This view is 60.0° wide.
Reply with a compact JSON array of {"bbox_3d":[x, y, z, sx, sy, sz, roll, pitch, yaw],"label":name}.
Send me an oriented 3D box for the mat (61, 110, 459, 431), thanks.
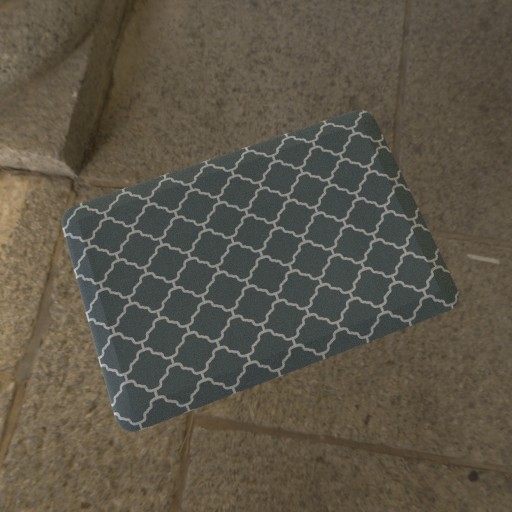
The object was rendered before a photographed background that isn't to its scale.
[{"bbox_3d":[0.000,0.000,0.963,0.762,0.021,0.508,-20,77,-5],"label":"mat"}]
